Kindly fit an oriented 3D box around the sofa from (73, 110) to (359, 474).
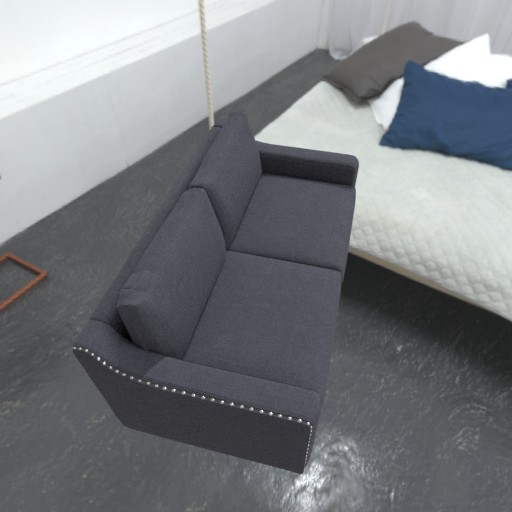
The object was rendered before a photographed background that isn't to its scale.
[{"bbox_3d":[0.000,0.000,3.319,1.336,1.196,2.550,10,46,10],"label":"sofa"}]
